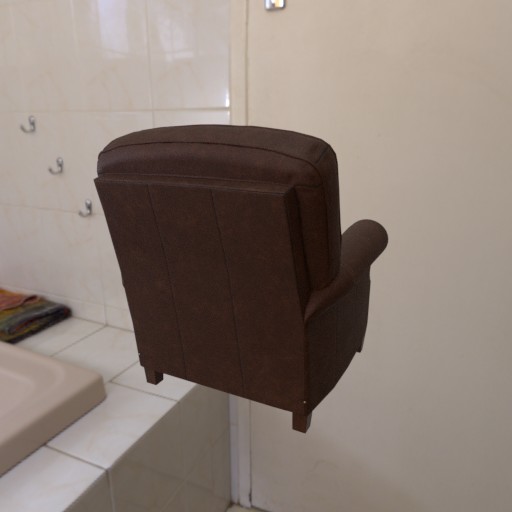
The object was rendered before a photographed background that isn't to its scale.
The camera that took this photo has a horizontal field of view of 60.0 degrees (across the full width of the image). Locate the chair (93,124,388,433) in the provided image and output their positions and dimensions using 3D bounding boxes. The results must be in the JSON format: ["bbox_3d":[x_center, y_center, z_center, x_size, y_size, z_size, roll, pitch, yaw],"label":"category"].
[{"bbox_3d":[0.000,0.000,1.791,0.936,1.018,0.986,8,18,26],"label":"chair"}]
